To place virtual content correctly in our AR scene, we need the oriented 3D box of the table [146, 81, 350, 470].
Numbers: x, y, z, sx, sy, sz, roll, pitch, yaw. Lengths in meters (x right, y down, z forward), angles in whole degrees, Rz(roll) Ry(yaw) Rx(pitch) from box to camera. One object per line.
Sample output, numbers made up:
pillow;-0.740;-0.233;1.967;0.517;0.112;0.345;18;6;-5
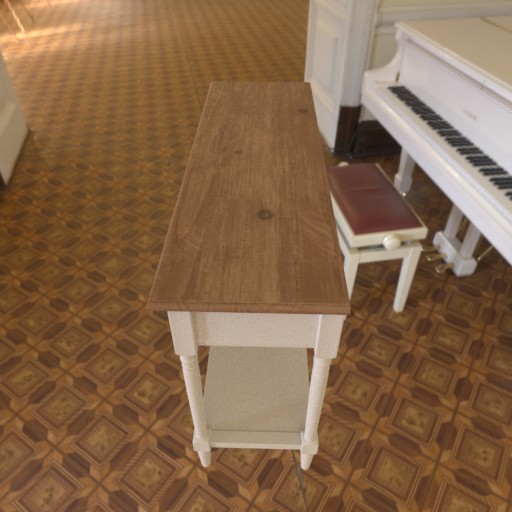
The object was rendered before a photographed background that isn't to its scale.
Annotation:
table;0.000;0.000;1.576;0.399;0.800;1.219;1;41;1
